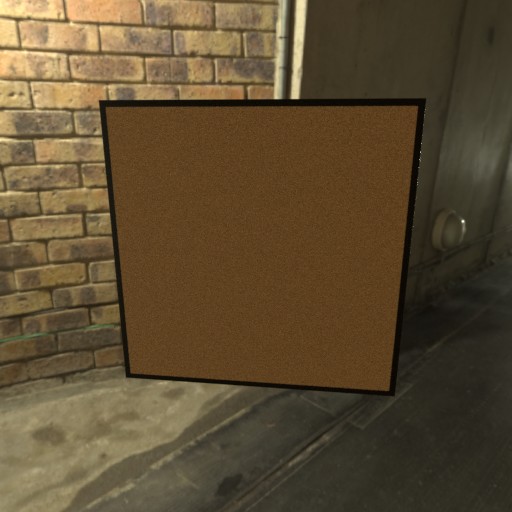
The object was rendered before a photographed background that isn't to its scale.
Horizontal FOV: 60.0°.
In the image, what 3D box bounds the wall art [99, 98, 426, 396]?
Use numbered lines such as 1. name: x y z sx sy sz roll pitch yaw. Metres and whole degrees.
1. wall art: 0.000 0.000 0.687 0.457 0.458 0.012 2 17 7
